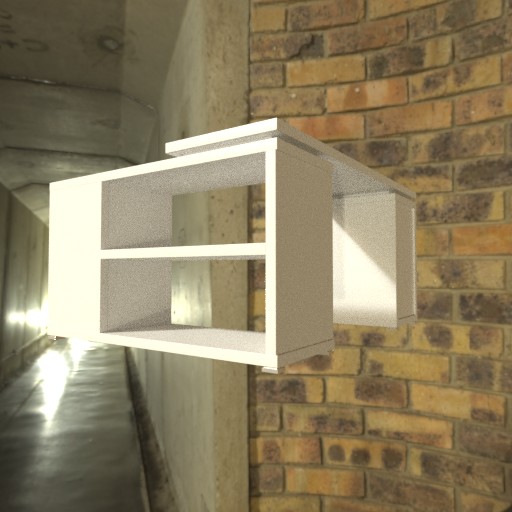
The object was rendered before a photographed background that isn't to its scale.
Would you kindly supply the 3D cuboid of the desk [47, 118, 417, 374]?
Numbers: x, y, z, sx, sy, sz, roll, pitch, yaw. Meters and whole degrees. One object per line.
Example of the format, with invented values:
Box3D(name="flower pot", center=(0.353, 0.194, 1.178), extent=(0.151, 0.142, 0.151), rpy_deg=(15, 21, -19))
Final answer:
Box3D(name="desk", center=(0.000, 0.000, 2.265), extent=(1.200, 0.753, 1.524), rpy_deg=(-1, -2, 35))
